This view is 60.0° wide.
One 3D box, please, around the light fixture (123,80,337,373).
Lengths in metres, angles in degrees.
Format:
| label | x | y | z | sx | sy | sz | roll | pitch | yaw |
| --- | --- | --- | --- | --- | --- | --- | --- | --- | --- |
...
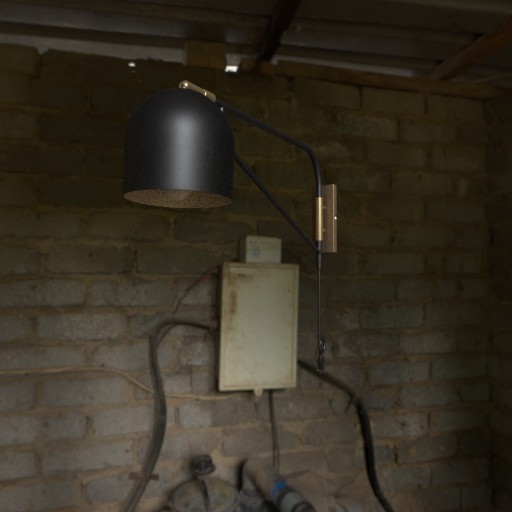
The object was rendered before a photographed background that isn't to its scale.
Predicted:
| label | x | y | z | sx | sy | sz | roll | pitch | yaw |
| --- | --- | --- | --- | --- | --- | --- | --- | --- | --- |
| light fixture | 0.000 | 0.000 | 1.074 | 0.215 | 0.696 | 0.720 | -1 | -1 | 37 |
